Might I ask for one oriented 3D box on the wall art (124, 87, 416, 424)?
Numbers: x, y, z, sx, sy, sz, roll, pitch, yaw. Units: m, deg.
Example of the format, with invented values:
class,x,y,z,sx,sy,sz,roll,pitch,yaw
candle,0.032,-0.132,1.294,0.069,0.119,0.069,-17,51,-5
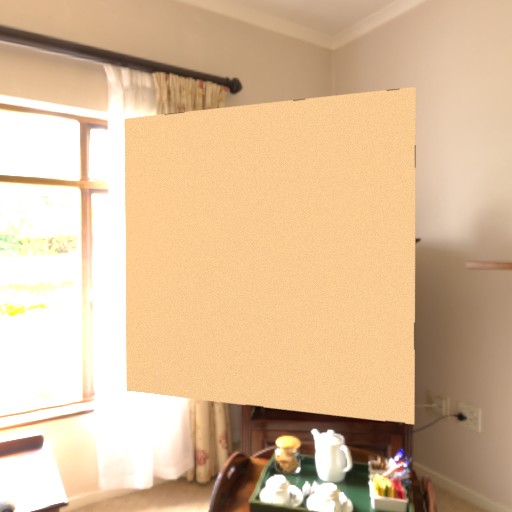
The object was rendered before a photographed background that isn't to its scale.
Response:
class,x,y,z,sx,sy,sz,roll,pitch,yaw
wall art,0.000,0.000,0.659,0.446,0.445,0.014,0,1,18
